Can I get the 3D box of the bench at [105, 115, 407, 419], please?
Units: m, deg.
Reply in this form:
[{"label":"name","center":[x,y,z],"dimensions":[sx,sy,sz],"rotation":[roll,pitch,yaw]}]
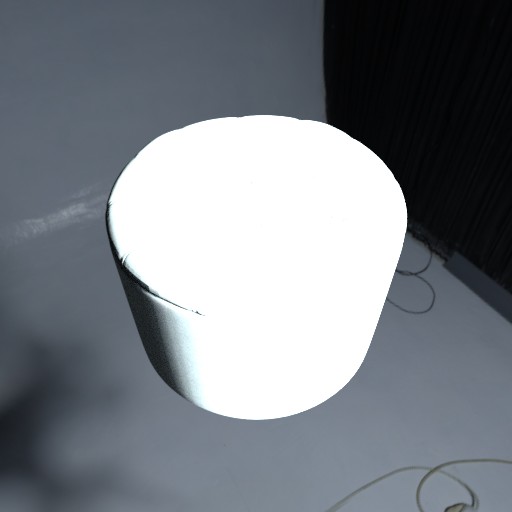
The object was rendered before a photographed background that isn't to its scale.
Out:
[{"label":"bench","center":[0.000,0.000,1.023],"dimensions":[0.600,0.453,0.600],"rotation":[0,46,0]}]
